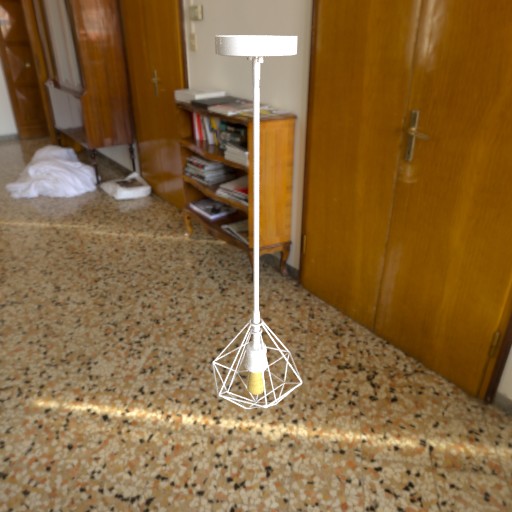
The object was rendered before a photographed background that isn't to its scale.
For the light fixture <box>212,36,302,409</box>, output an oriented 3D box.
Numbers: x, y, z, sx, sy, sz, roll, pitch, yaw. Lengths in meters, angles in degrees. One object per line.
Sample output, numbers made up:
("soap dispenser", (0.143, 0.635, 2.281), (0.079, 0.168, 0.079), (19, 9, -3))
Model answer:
("light fixture", (0.000, 0.000, 1.985), (0.487, 1.764, 0.431), (9, 28, 17))
